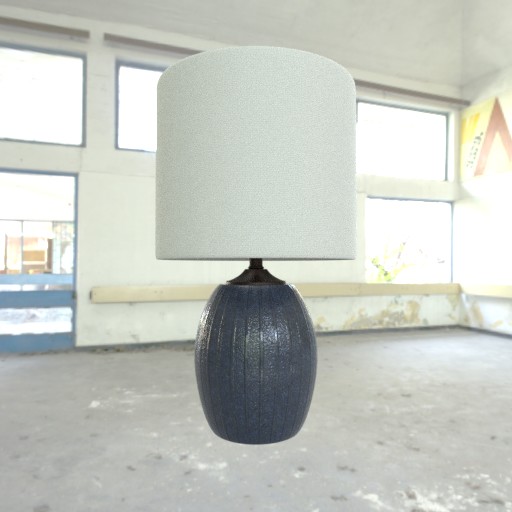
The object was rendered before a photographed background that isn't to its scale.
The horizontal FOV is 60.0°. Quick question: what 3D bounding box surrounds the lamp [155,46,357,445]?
[{"bbox_3d":[0.000,0.000,0.742,0.329,0.570,0.329,0,-1,-19],"label":"lamp"}]
